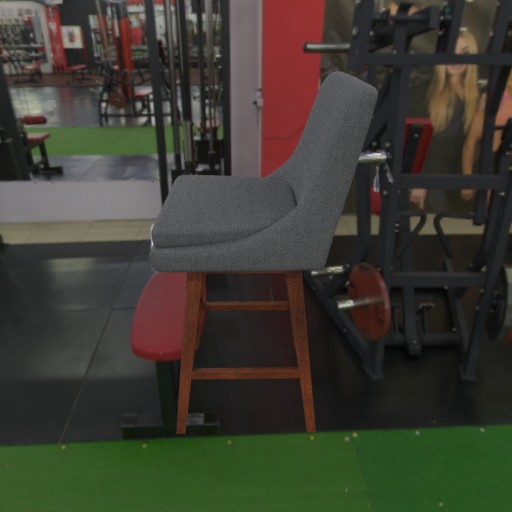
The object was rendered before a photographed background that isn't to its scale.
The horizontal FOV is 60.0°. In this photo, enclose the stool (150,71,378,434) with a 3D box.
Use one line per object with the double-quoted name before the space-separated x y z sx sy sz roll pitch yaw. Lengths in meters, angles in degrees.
"stool" 0.000 0.000 1.297 0.524 0.977 0.447 0 27 -1
